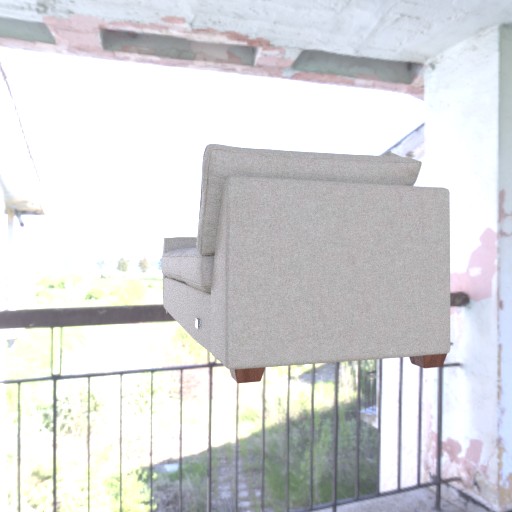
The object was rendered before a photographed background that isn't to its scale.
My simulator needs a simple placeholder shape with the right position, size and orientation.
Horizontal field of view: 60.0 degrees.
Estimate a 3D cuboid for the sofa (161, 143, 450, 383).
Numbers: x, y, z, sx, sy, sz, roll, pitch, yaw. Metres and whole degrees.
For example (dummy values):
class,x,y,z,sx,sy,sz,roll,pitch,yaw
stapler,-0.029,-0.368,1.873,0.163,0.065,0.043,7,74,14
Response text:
class,x,y,z,sx,sy,sz,roll,pitch,yaw
sofa,0.000,0.000,2.836,1.061,0.962,2.317,0,0,-17
